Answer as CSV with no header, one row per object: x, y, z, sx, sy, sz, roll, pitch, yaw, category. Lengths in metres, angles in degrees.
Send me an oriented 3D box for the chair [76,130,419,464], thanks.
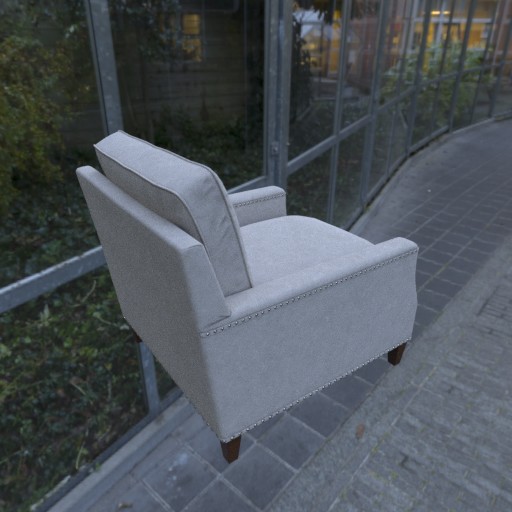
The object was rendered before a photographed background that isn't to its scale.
0.000,0.000,1.707,1.014,0.943,0.853,-18,31,-31,chair
